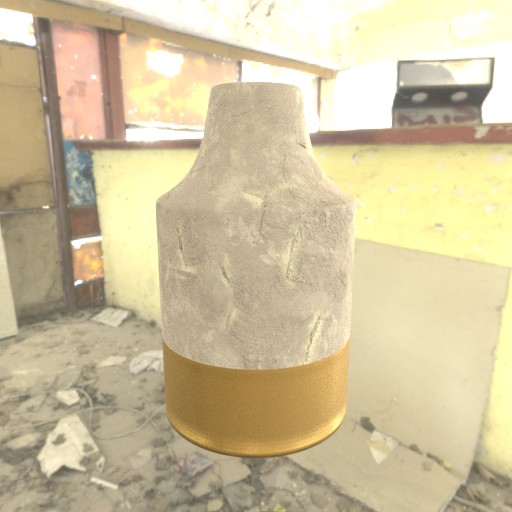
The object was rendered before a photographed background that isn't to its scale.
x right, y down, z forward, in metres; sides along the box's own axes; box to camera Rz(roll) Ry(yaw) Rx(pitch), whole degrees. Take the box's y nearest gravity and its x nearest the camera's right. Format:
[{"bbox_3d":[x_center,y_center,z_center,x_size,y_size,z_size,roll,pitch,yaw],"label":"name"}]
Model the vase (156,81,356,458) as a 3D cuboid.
[{"bbox_3d":[0.000,0.000,0.426,0.184,0.305,0.184,0,13,0],"label":"vase"}]
